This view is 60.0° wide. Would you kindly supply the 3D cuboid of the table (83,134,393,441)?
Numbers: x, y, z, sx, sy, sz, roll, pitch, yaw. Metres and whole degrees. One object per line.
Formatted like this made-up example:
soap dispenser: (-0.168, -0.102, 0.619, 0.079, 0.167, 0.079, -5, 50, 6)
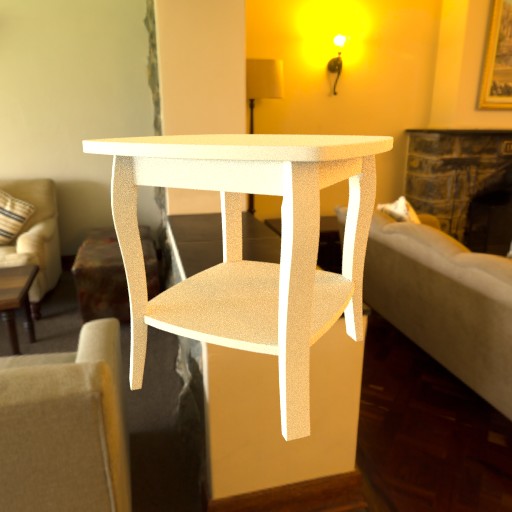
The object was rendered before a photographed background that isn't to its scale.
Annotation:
table: (0.000, 0.000, 0.849, 0.451, 0.438, 0.502, 8, 19, 25)
